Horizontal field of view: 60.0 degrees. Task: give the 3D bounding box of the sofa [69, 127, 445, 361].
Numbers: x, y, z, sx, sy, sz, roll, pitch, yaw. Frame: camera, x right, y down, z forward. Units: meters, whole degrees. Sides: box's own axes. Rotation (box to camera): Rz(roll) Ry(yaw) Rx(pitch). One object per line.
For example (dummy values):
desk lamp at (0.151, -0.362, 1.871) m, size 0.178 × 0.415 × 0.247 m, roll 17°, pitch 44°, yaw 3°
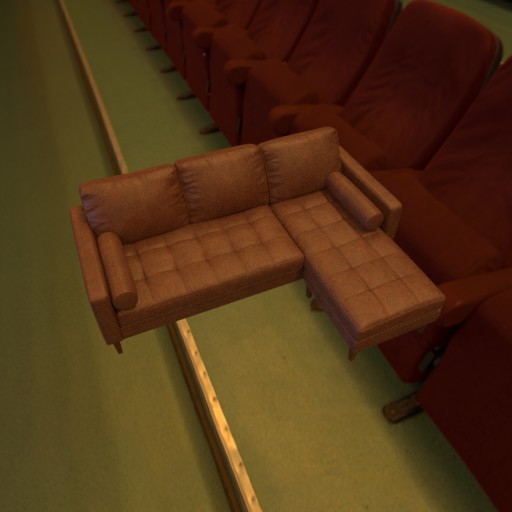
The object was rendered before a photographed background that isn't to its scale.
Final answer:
sofa at (0.000, 0.000, 2.994) m, size 2.185 × 0.841 × 1.613 m, roll -17°, pitch 48°, yaw -16°
